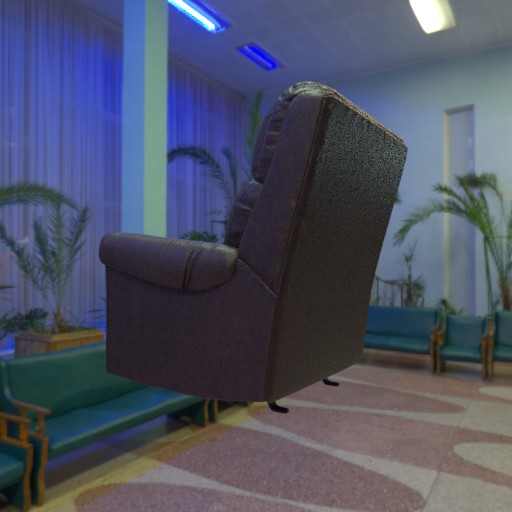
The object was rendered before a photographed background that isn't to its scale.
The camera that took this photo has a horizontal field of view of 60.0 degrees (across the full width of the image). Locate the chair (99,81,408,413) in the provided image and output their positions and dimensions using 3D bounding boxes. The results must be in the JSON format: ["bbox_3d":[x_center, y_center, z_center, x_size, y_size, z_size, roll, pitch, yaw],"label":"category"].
[{"bbox_3d":[0.000,0.000,1.790,1.014,1.054,0.838,-1,-1,35],"label":"chair"}]
